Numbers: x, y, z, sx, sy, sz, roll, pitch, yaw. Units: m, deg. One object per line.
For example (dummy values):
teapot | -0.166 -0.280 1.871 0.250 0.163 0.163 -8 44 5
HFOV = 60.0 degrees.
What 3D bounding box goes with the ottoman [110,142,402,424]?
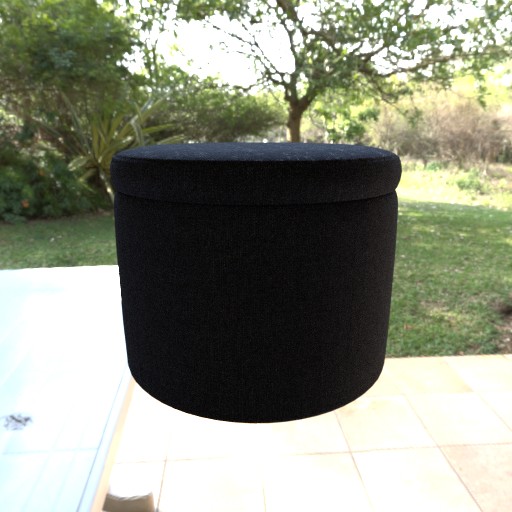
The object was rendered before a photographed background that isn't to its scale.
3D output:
ottoman | 0.000 0.000 0.871 0.520 0.430 0.520 0 16 0
